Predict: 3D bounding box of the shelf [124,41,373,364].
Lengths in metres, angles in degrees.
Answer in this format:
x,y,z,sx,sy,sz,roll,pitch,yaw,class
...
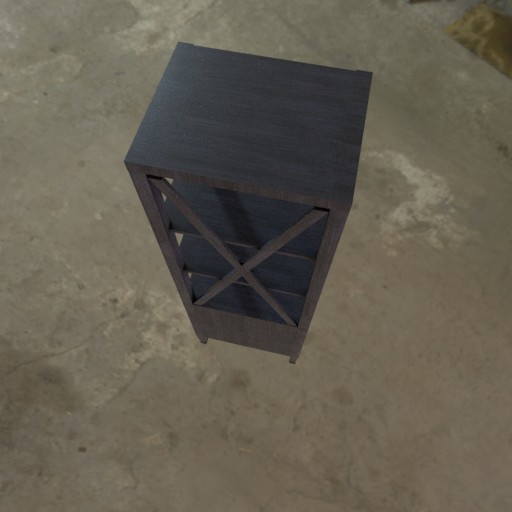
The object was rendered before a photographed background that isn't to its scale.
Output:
x,y,z,sx,sy,sz,roll,pitch,yaw,class
0.000,0.000,1.973,0.584,1.727,0.472,12,64,6,shelf
